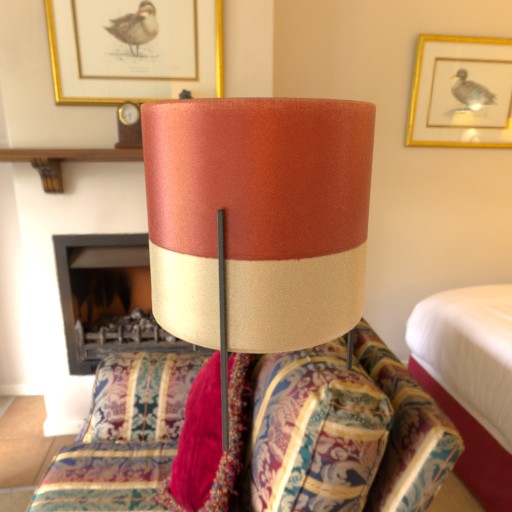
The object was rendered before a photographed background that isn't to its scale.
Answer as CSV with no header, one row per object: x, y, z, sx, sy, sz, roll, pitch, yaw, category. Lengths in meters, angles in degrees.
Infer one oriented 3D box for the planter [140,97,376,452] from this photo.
0.000,0.000,0.725,0.354,0.465,0.345,15,21,43,planter
